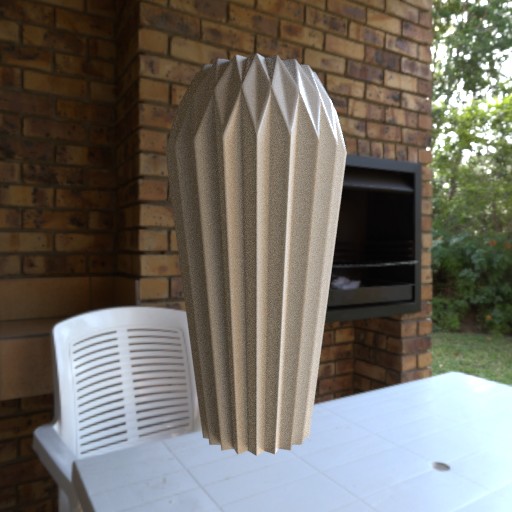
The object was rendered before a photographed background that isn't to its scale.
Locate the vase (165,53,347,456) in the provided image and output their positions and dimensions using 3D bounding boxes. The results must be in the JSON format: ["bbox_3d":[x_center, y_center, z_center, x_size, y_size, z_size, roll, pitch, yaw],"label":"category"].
[{"bbox_3d":[0.000,0.000,0.331,0.133,0.263,0.133,0,1,0],"label":"vase"}]
